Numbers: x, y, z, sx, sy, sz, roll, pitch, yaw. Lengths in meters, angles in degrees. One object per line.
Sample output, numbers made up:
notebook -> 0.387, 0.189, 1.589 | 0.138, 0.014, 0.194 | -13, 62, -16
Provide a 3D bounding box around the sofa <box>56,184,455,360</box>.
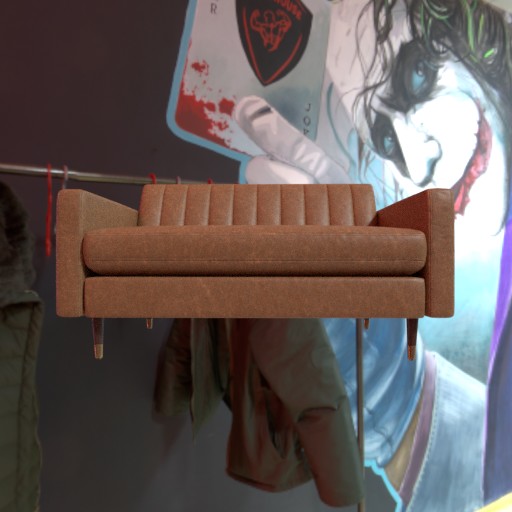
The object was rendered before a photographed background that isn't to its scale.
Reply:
sofa -> 0.000, 0.000, 2.121 | 1.549, 0.820, 0.960 | 0, 0, 1
